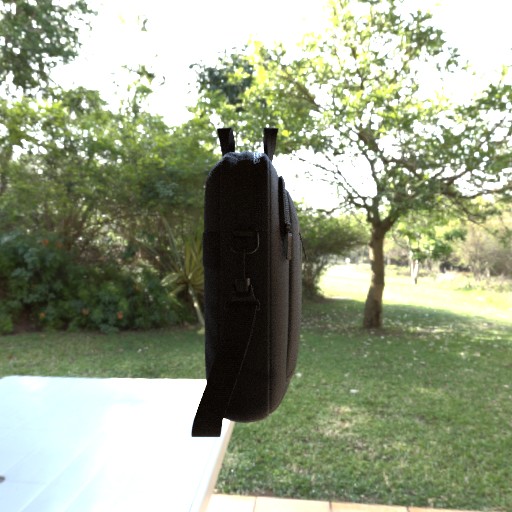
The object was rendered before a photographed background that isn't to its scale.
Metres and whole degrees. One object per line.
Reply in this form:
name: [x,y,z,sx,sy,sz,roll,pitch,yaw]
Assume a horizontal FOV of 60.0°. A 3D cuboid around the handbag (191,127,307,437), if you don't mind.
handbag: [0.000,0.000,0.436,0.089,0.244,0.320,0,1,0]
